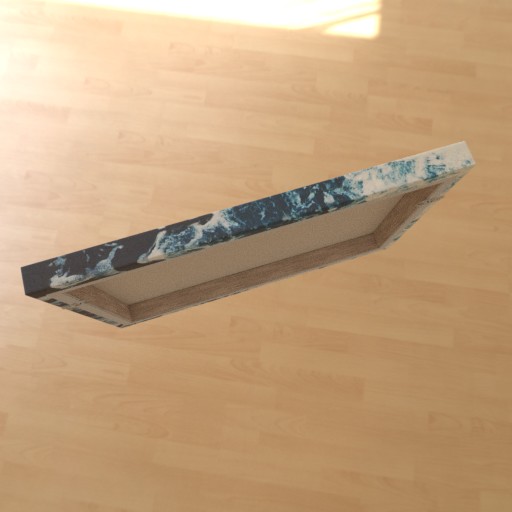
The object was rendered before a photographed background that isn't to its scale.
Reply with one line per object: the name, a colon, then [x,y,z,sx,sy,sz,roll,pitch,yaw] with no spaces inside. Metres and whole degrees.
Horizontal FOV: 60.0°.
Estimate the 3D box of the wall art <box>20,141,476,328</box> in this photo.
wall art: [0.000,0.000,0.771,0.609,0.407,0.043,-16,76,-4]
